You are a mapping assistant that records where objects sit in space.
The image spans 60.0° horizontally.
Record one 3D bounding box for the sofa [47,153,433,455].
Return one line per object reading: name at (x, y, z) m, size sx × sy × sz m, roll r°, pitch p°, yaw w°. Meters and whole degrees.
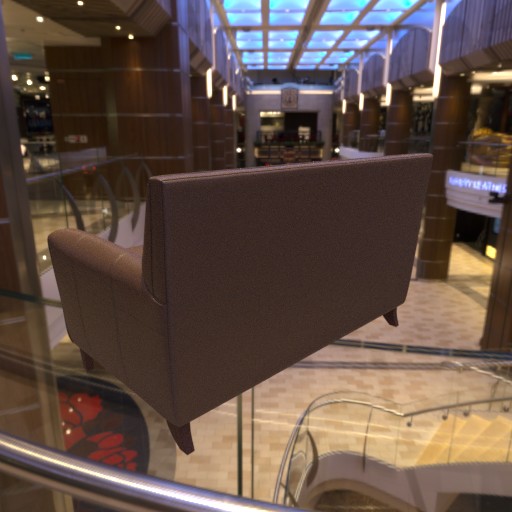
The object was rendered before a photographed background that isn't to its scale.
sofa at (0.000, 0.000, 1.947) m, size 1.468 × 0.859 × 0.853 m, roll -15°, pitch 22°, yaw -43°
